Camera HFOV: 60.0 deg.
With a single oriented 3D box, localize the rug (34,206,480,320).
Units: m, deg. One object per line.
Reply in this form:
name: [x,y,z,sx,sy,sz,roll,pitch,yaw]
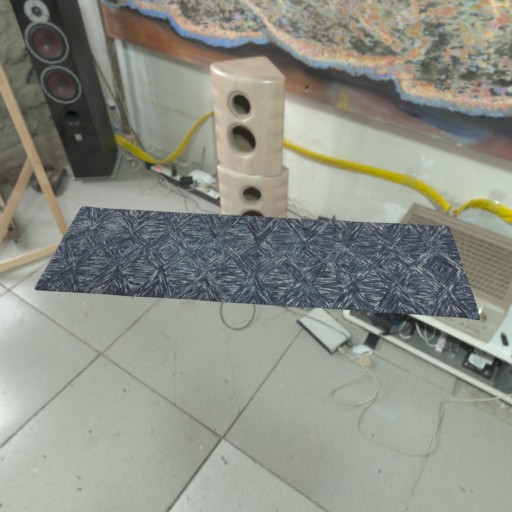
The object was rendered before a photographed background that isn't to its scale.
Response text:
rug: [0.000,0.000,2.517,2.306,0.013,0.719,3,45,3]
